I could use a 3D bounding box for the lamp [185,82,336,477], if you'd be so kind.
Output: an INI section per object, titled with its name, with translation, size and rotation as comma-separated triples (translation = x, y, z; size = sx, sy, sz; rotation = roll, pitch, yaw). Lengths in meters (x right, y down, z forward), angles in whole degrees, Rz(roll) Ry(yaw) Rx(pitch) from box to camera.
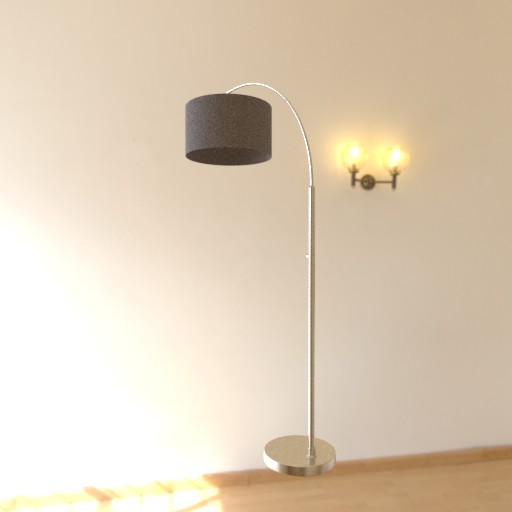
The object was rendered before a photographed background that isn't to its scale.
[lamp]
translation = 0.000, 0.000, 2.144
size = 0.452, 1.735, 0.934
rotation = 0, 0, -36
